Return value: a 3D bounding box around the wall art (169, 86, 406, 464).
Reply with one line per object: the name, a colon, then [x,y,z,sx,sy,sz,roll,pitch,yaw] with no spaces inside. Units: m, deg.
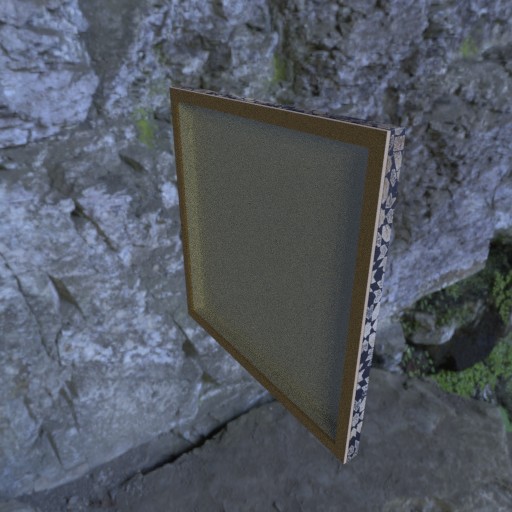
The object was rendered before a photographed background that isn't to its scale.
wall art: [0.000,0.000,0.920,0.038,0.612,0.612,-18,32,-32]
